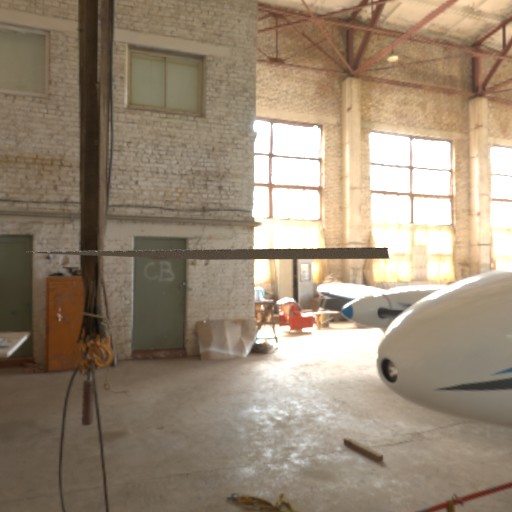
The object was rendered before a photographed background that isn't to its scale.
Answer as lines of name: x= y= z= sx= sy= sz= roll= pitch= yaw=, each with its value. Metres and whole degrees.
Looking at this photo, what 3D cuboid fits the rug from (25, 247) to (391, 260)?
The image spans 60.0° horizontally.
rug: x=0.000 y=0.000 z=3.980 sx=2.312 sy=0.013 sz=2.940 roll=0 pitch=-1 yaw=17
